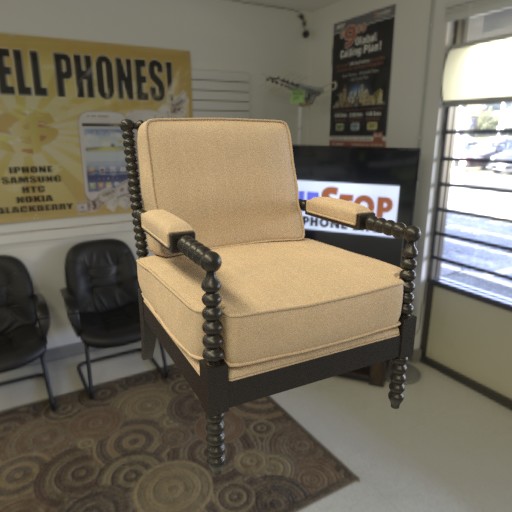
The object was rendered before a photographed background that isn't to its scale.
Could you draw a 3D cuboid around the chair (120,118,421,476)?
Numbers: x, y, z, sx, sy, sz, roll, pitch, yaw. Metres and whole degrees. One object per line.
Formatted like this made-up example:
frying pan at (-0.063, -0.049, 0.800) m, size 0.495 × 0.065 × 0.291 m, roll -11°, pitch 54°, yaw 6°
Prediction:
chair at (0.000, 0.000, 1.161) m, size 0.555 × 0.703 × 0.657 m, roll -8°, pitch 17°, yaw -26°
